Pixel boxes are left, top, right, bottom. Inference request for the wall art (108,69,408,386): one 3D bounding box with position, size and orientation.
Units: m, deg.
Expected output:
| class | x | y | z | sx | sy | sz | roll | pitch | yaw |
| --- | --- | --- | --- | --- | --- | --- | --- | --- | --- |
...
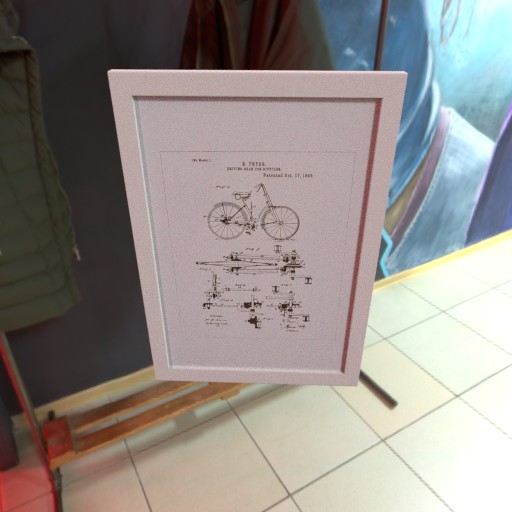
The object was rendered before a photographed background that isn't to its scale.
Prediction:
| class | x | y | z | sx | sy | sz | roll | pitch | yaw |
| --- | --- | --- | --- | --- | --- | --- | --- | --- | --- |
| wall art | 0.000 | 0.000 | 0.615 | 0.332 | 0.477 | 0.015 | 1 | 30 | 2 |
